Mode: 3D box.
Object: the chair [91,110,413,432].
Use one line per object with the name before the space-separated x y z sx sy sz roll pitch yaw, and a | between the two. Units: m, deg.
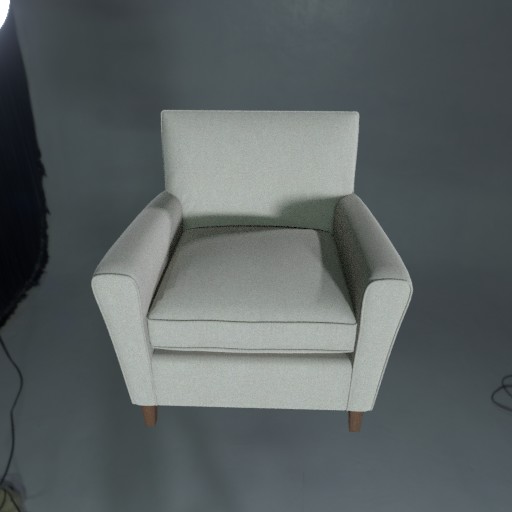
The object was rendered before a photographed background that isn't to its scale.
chair | 0.000 0.000 1.589 0.840 0.846 0.871 1 30 2
